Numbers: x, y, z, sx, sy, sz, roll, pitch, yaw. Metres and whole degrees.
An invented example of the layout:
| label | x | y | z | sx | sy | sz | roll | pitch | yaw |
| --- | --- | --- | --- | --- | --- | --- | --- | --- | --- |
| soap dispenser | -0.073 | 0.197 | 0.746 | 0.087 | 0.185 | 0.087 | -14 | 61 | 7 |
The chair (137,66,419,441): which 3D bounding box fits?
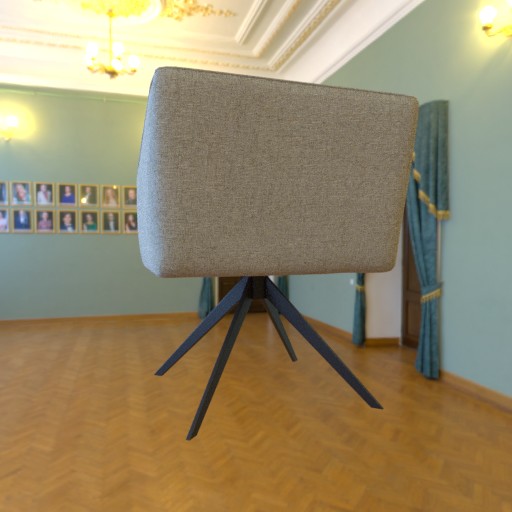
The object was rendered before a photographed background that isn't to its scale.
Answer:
| label | x | y | z | sx | sy | sz | roll | pitch | yaw |
| --- | --- | --- | --- | --- | --- | --- | --- | --- | --- |
| chair | 0.000 | 0.000 | 1.246 | 0.628 | 0.760 | 0.623 | -1 | 2 | -18 |
